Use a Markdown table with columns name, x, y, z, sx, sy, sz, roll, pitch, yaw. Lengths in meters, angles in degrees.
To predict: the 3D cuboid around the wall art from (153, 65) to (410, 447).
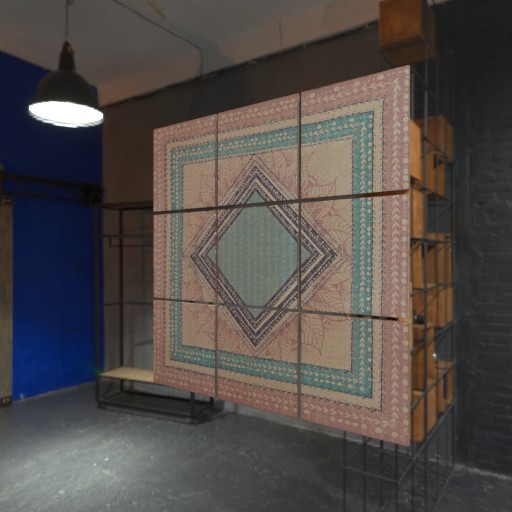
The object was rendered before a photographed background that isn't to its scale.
| name | x | y | z | sx | sy | sz | roll | pitch | yaw |
| --- | --- | --- | --- | --- | --- | --- | --- | --- | --- |
| wall art | 0.000 | 0.000 | 1.773 | 1.215 | 1.213 | 0.013 | 0 | 0 | 36 |
